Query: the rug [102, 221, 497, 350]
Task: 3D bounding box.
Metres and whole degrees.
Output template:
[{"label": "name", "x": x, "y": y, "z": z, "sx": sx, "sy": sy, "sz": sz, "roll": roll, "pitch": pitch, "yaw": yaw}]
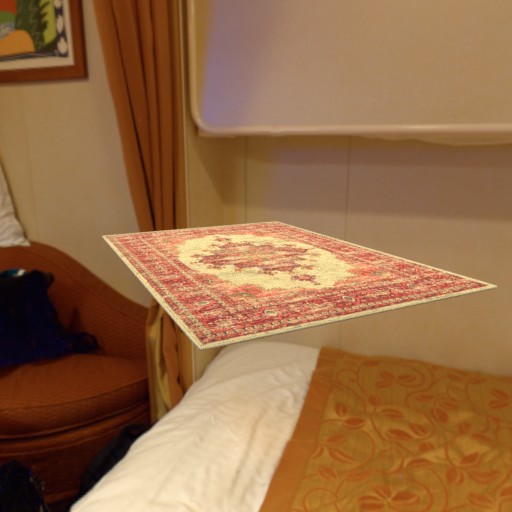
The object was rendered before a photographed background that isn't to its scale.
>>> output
[{"label": "rug", "x": 0.000, "y": 0.000, "z": 3.624, "sx": 2.005, "sy": 0.014, "sz": 2.878, "roll": -7, "pitch": 15, "yaw": -26}]
